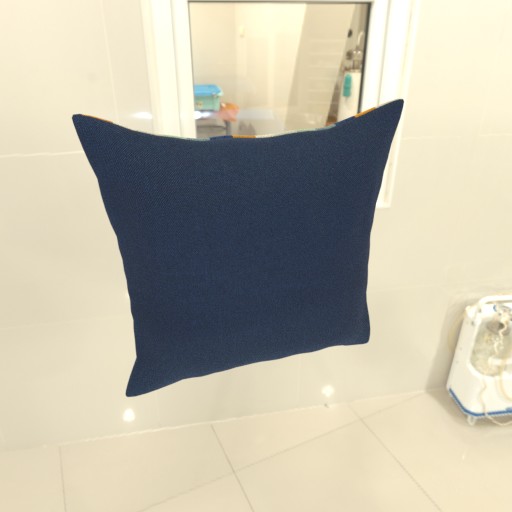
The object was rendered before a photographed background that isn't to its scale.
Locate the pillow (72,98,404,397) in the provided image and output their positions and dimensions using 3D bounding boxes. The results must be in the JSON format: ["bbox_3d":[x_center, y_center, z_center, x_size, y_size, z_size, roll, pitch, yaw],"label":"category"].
[{"bbox_3d":[0.000,0.000,0.697,0.463,0.454,0.173,-9,29,-16],"label":"pillow"}]
